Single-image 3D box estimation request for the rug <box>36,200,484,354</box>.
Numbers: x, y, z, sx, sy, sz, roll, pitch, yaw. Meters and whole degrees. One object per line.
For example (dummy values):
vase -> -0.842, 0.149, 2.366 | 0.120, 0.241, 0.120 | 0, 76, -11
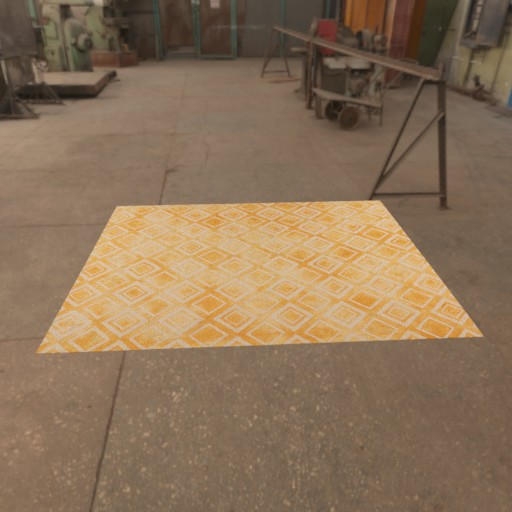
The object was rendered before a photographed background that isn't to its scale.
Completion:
rug -> 0.000, 0.000, 4.045 | 3.037, 0.011, 2.433 | -2, 30, -3
